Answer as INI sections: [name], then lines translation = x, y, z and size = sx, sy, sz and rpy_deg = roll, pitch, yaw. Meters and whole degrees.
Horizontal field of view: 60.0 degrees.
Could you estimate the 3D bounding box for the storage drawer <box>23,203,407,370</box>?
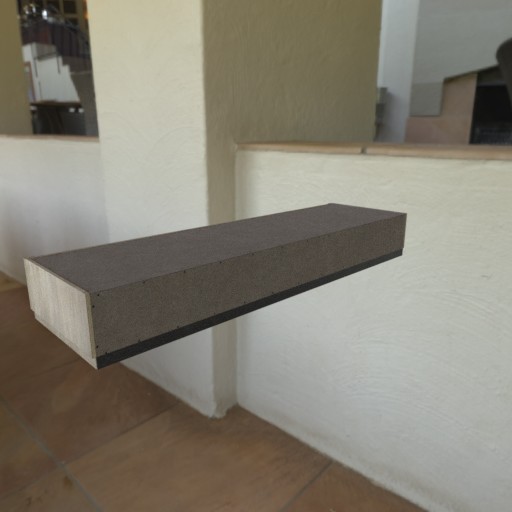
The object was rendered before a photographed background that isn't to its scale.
[storage drawer]
translation = 0.000, 0.000, 2.335
size = 2.072, 0.274, 0.591
rpy_deg = -15, 21, -42
